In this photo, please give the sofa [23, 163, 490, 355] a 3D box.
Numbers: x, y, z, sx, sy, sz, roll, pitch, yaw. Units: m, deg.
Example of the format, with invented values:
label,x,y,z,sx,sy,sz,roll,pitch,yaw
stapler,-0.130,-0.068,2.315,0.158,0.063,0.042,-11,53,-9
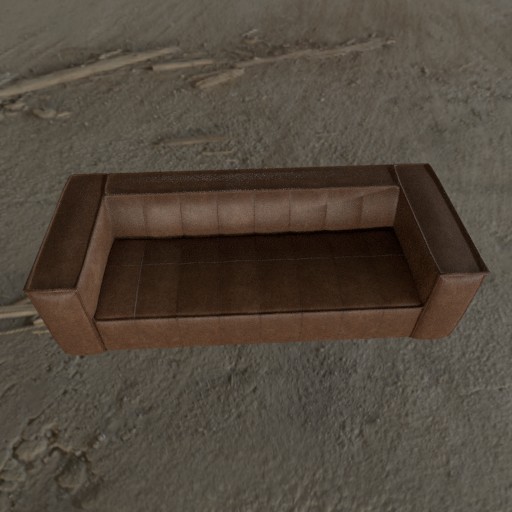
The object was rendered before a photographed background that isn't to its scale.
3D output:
label,x,y,z,sx,sy,sz,roll,pitch,yaw
sofa,0.000,0.000,2.992,2.581,0.701,1.102,-2,47,-2
